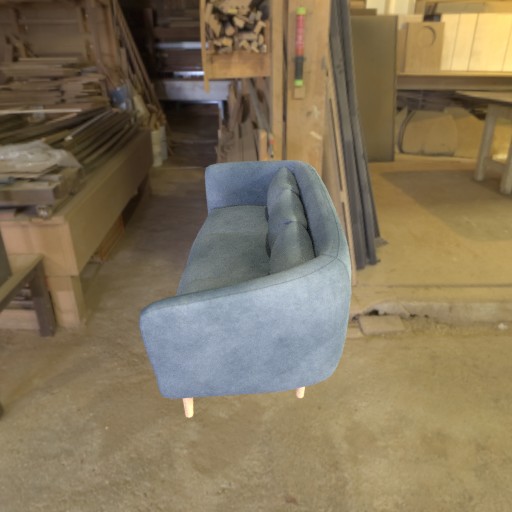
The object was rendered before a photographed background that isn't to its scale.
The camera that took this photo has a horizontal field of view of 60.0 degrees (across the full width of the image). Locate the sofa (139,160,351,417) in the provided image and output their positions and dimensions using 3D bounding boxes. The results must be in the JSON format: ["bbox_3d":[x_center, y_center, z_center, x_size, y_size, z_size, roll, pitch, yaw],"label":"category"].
[{"bbox_3d":[0.000,0.000,2.625,0.849,0.795,2.095,0,25,1],"label":"sofa"}]
